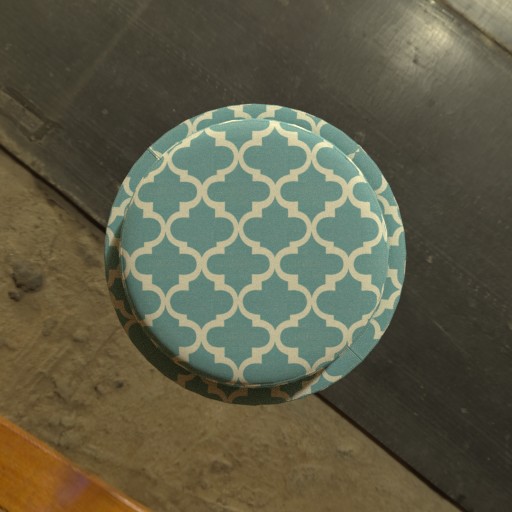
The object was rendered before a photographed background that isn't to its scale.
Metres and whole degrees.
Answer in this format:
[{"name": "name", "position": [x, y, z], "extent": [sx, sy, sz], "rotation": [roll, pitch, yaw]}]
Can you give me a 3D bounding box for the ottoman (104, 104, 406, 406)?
[{"name": "ottoman", "position": [0.000, 0.000, 0.832], "extent": [0.480, 0.429, 0.480], "rotation": [0, 88, 1]}]
